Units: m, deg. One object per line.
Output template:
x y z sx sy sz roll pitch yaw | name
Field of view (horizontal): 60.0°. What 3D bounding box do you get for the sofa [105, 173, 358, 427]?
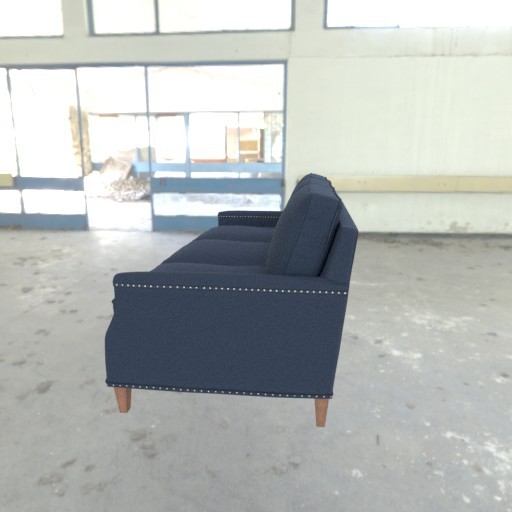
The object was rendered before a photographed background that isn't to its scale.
0.000 0.000 2.881 1.084 1.003 2.246 2 13 7 | sofa
